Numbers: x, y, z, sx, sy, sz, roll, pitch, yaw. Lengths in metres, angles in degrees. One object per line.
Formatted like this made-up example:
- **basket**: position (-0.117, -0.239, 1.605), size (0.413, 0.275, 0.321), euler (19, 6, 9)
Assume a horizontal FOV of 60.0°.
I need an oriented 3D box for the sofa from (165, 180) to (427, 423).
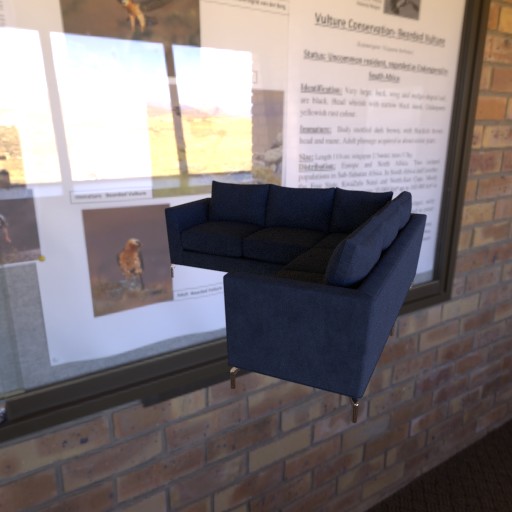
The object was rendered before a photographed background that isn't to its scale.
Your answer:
- **sofa**: position (0.000, 0.000, 3.791), size (2.472, 0.988, 2.463), euler (8, 18, 25)
